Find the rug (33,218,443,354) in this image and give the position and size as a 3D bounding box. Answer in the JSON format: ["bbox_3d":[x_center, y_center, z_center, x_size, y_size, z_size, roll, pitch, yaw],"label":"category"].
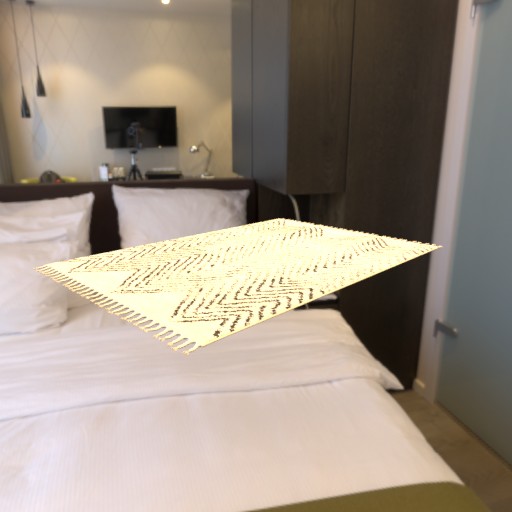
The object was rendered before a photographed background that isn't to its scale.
[{"bbox_3d":[0.000,0.000,2.343,1.230,0.014,1.847,15,21,43],"label":"rug"}]
